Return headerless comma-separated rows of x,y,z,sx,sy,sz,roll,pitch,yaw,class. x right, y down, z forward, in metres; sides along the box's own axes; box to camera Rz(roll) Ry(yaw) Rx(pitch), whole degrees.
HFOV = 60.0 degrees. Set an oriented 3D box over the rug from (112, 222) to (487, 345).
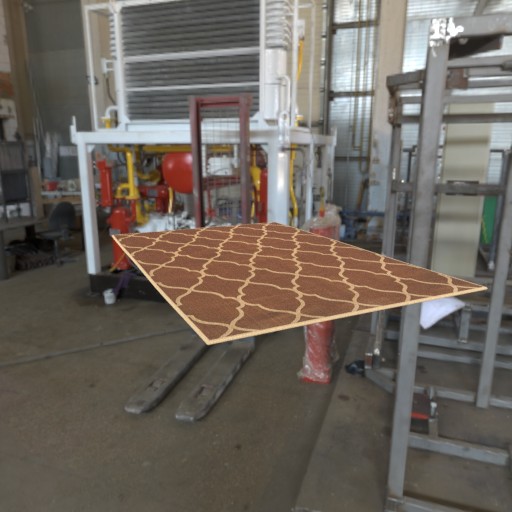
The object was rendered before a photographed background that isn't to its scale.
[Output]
0.000,0.000,2.939,1.526,0.014,2.290,-7,15,-25,rug
